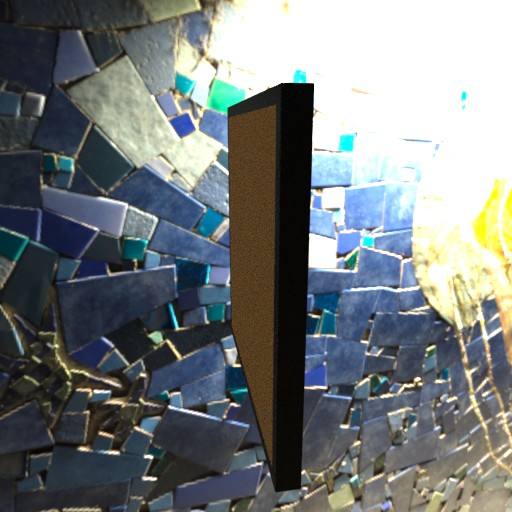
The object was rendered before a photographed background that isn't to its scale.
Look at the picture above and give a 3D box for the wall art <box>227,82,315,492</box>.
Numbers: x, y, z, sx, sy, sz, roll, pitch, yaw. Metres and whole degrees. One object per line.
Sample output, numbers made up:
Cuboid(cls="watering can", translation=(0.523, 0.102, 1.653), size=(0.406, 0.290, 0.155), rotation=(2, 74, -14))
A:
Cuboid(cls="wall art", translation=(0.000, 0.000, 0.760), size=(0.036, 0.508, 0.508), rotation=(-3, 16, -9))
